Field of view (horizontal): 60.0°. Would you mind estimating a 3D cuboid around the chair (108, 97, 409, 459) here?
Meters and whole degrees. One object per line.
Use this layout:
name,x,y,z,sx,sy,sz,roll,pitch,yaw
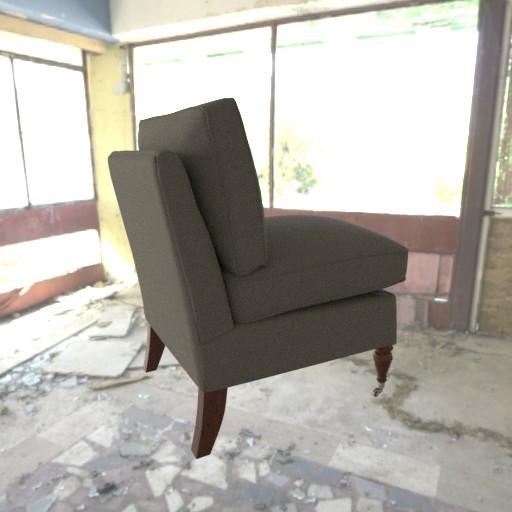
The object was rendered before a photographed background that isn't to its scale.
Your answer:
chair,0.000,0.000,1.675,0.924,1.045,0.724,-7,14,-27
